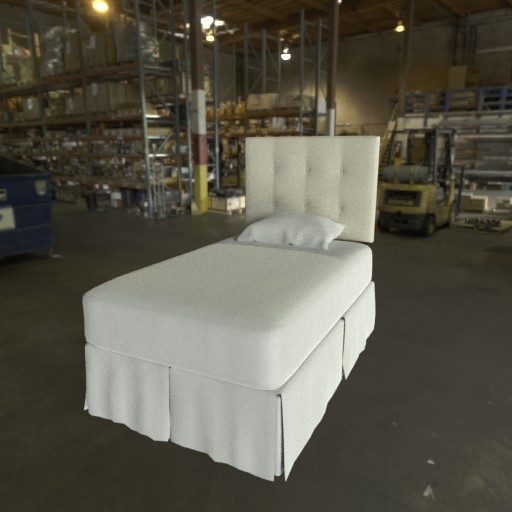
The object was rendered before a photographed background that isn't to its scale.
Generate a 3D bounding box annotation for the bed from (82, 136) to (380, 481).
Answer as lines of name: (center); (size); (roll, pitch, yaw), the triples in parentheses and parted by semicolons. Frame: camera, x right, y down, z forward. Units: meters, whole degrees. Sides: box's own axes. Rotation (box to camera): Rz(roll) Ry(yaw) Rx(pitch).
bed: (0.000, 0.000, 2.929); (1.261, 1.571, 1.997); (7, 15, 26)
